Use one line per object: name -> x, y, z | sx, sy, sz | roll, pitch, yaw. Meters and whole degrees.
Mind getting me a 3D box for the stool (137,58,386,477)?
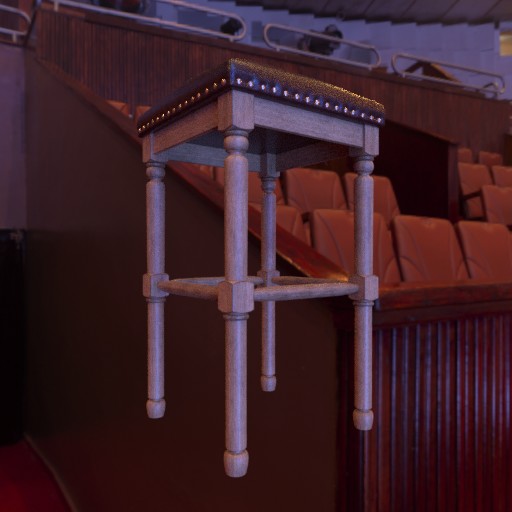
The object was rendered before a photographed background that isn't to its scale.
stool -> 0.000, 0.000, 0.940 | 0.382, 0.702, 0.383 | 0, 0, -37
